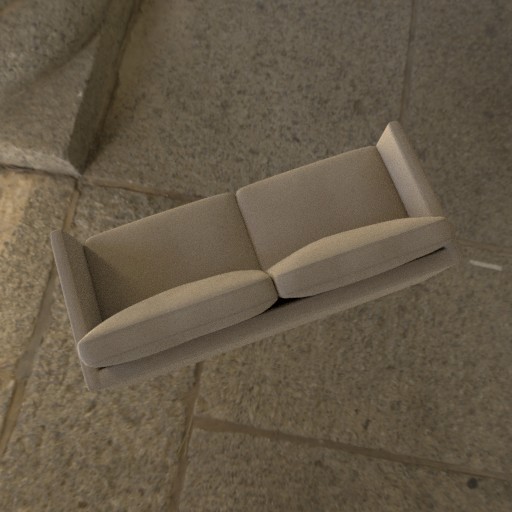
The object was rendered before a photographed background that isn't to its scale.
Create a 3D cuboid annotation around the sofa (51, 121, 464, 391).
[{"bbox_3d":[0.000,0.000,2.725,2.181,0.932,0.948,-19,77,-5],"label":"sofa"}]
